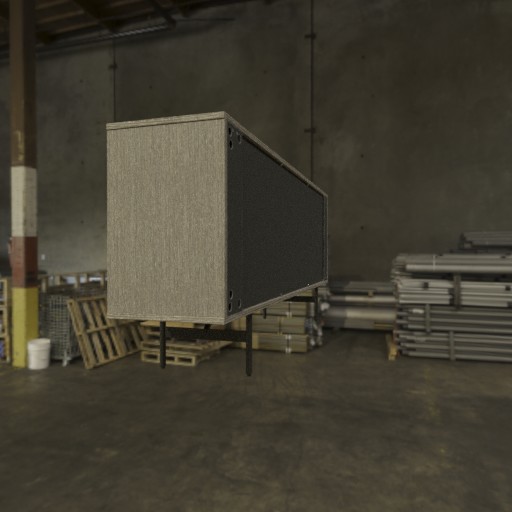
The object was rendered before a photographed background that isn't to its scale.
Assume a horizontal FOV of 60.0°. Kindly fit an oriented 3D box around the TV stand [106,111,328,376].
[{"bbox_3d":[0.000,0.000,2.110,0.405,0.787,1.804,0,0,18],"label":"TV stand"}]
